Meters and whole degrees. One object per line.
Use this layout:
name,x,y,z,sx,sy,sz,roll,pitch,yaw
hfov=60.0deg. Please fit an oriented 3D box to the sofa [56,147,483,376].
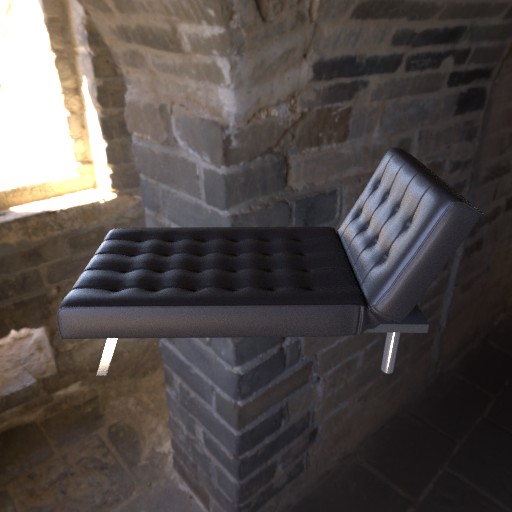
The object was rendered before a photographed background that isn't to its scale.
sofa,0.000,0.000,2.004,1.560,0.820,0.760,0,28,-1
